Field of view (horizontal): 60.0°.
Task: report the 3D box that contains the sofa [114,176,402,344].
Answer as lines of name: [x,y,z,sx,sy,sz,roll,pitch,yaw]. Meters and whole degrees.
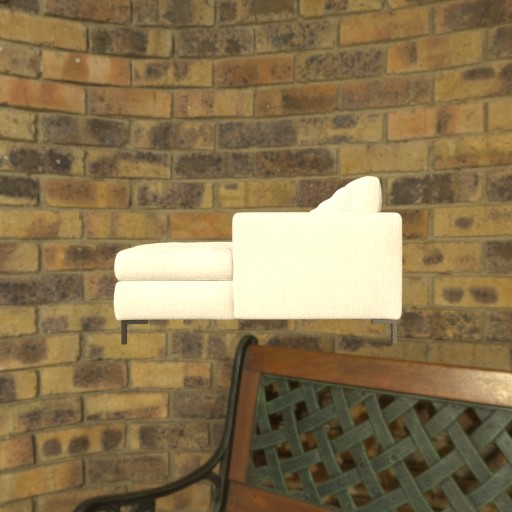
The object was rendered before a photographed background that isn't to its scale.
sofa: [0.000,0.000,2.909,1.126,0.677,2.445,0,0,0]
